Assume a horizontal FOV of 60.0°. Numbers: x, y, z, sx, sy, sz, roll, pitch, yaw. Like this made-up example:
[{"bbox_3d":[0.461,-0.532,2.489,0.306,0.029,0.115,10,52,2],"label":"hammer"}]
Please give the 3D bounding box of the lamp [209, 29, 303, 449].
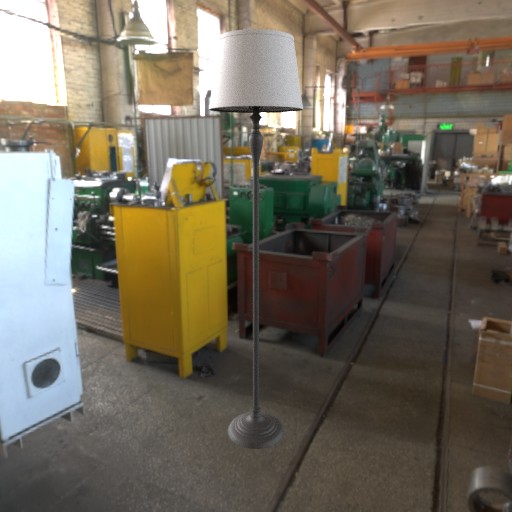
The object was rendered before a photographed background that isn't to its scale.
[{"bbox_3d":[0.000,0.000,1.672,0.327,1.506,0.327,-2,14,-9],"label":"lamp"}]
